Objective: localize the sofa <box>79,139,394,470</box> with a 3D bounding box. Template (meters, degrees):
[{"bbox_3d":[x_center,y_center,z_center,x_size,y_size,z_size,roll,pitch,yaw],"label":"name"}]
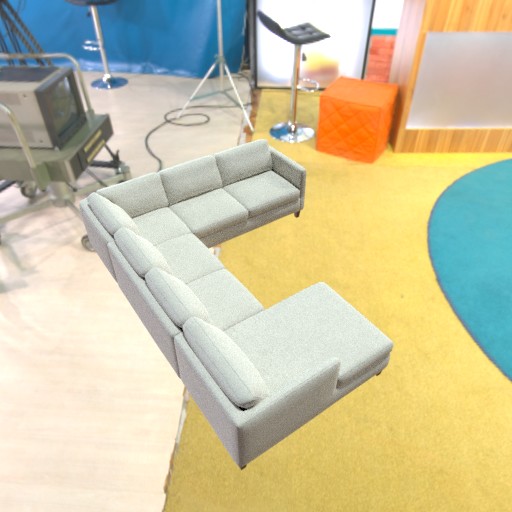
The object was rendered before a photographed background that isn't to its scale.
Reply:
[{"bbox_3d":[0.000,0.000,4.549,2.551,0.853,3.238,-24,46,-26],"label":"sofa"}]
